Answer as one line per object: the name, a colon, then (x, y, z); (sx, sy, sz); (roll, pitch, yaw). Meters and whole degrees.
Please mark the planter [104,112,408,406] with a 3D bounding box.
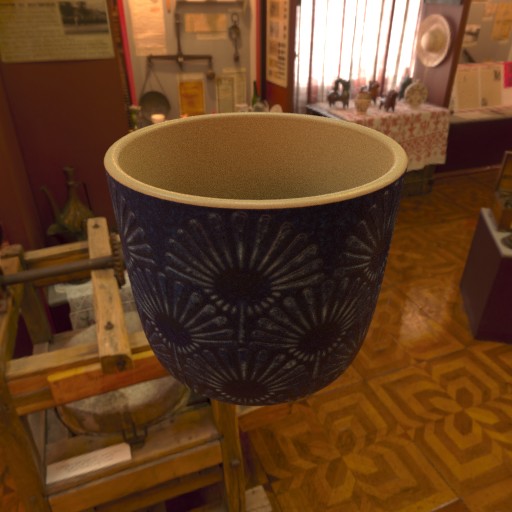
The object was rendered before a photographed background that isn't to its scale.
planter: (0.000, 0.000, 0.215); (0.124, 0.109, 0.124); (0, 31, 0)
